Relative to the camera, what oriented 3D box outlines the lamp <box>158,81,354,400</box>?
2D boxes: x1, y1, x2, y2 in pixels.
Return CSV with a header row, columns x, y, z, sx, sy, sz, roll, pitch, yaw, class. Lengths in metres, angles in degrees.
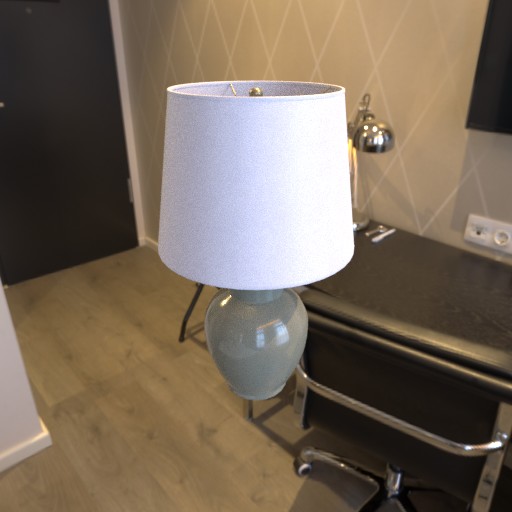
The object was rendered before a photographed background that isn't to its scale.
x,y,z,sx,sy,sz,roll,pitch,yaw,class
0.000,0.000,0.560,0.239,0.399,0.239,0,26,0,lamp
